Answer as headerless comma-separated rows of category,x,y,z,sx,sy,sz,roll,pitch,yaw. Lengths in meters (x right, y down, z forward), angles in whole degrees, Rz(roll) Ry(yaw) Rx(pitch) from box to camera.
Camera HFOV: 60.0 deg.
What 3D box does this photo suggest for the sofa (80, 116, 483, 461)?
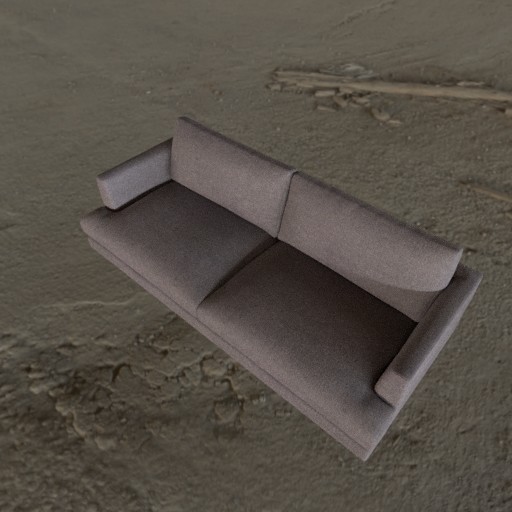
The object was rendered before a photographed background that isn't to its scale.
sofa,0.000,0.000,2.674,2.250,0.868,1.020,32,53,28
